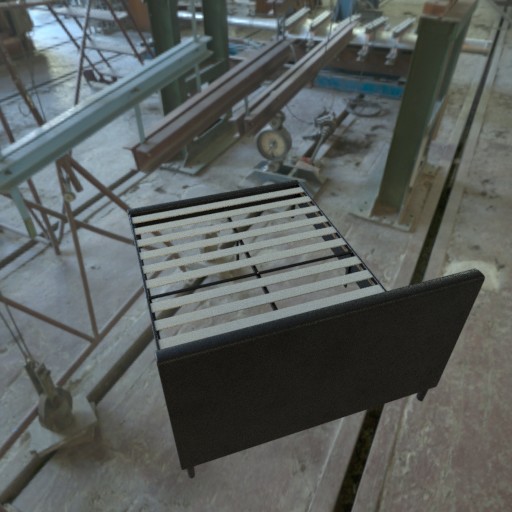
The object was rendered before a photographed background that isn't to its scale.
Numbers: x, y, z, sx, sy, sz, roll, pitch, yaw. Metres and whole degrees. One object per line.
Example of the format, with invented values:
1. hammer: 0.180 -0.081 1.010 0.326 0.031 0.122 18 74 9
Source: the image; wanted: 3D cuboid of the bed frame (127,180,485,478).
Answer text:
1. bed frame: 0.000 0.000 3.196 1.634 1.127 2.318 -12 41 -14
